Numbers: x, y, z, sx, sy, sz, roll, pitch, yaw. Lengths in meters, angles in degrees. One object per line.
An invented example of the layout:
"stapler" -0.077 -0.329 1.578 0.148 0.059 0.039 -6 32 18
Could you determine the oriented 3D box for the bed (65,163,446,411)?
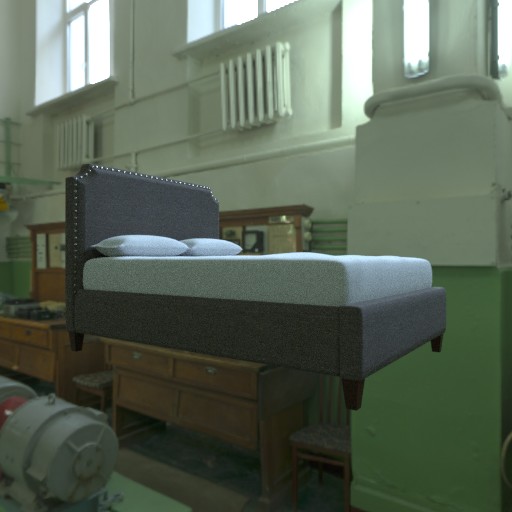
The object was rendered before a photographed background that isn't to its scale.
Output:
"bed" 0.000 0.000 3.395 2.381 1.457 1.713 0 0 36
